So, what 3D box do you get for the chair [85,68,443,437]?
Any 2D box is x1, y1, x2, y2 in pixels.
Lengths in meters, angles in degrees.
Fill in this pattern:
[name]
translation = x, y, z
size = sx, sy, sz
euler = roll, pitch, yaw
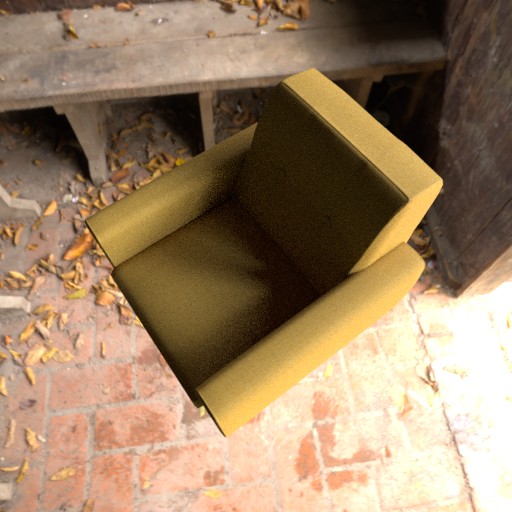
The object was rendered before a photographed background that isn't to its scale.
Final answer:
[chair]
translation = 0.000, 0.000, 1.578
size = 0.909, 0.841, 0.831
euler = -33, 67, -16
